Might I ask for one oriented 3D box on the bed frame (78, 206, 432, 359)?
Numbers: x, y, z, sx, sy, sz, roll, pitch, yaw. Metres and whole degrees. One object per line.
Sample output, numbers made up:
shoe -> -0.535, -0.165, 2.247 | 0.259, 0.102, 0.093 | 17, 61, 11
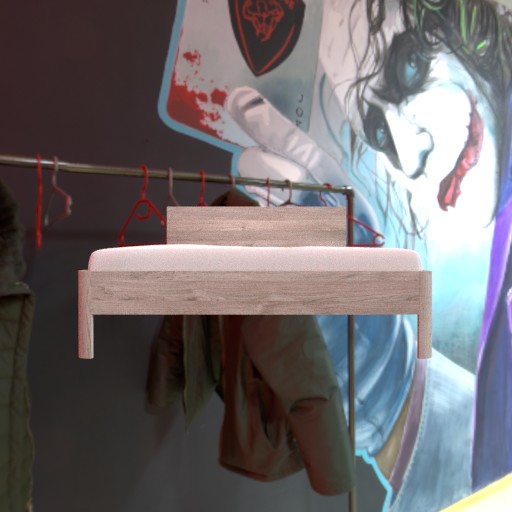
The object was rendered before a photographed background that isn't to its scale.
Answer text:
bed frame -> 0.000, 0.000, 2.736 | 1.490, 0.800, 1.950 | 0, 1, 0
